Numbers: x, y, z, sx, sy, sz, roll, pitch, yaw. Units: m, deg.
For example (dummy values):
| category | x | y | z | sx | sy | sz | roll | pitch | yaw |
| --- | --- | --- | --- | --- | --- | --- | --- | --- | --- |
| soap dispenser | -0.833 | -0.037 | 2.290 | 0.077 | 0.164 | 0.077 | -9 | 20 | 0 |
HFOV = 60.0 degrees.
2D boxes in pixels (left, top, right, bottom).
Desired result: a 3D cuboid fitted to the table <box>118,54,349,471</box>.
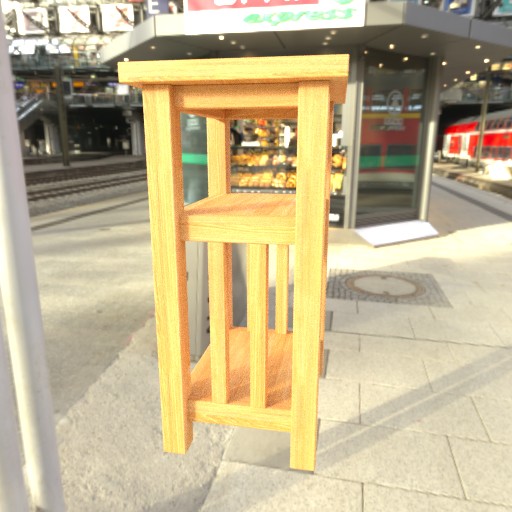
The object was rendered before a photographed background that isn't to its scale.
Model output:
| category | x | y | z | sx | sy | sz | roll | pitch | yaw |
| --- | --- | --- | --- | --- | --- | --- | --- | --- | --- |
| table | 0.000 | 0.000 | 0.736 | 0.270 | 0.550 | 0.350 | 3 | 15 | 10 |
